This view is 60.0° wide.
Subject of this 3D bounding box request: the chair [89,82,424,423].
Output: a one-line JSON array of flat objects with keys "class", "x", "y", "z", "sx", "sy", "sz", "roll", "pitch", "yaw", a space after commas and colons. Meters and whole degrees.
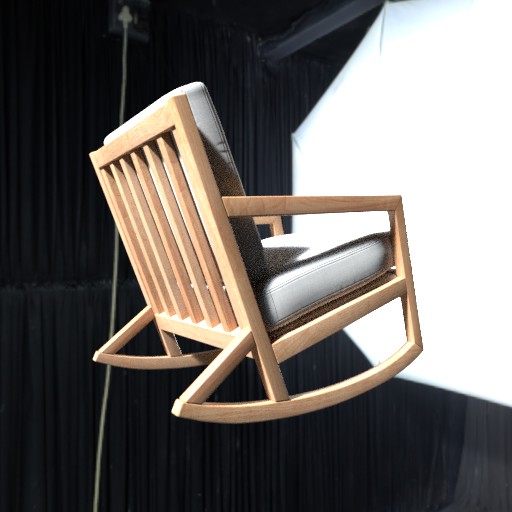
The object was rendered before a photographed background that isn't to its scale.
[{"class": "chair", "x": 0.000, "y": 0.000, "z": 1.400, "sx": 0.857, "sy": 0.790, "sz": 0.622, "roll": 0, "pitch": 0, "yaw": -35}]
